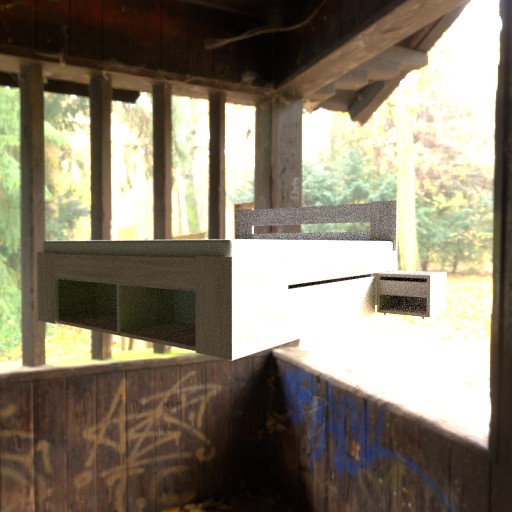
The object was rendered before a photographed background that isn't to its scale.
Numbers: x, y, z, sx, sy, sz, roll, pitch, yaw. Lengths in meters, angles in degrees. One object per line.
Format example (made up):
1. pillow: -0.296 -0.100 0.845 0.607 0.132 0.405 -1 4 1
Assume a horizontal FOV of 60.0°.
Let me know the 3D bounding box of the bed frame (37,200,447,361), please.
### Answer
1. bed frame: 0.000 0.000 3.103 2.040 0.860 2.050 1 2 37
